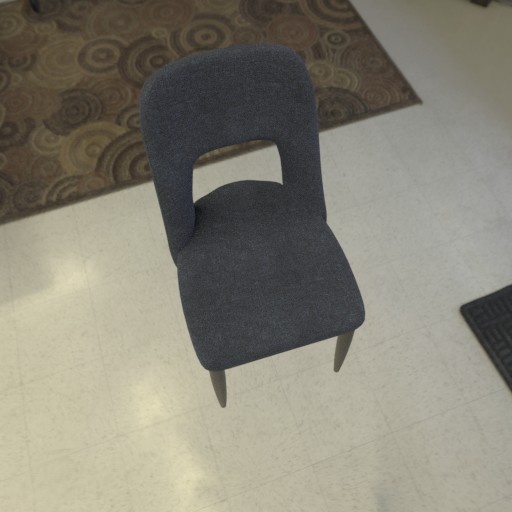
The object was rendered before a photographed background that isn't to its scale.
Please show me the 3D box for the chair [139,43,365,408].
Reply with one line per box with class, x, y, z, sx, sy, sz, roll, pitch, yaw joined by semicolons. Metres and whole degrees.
chair;0.000;0.000;1.266;0.470;0.931;0.612;-15;64;-7
